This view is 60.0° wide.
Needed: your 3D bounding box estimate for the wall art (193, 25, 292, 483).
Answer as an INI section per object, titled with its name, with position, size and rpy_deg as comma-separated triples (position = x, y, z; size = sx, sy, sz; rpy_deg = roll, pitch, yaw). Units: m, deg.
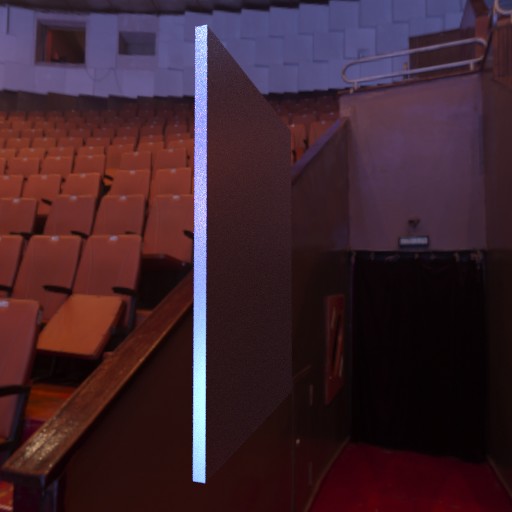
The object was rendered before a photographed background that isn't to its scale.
[wall art]
position = 0.000, 0.000, 1.403
size = 0.030, 1.046, 0.816
rpy_deg = -1, -2, 18
